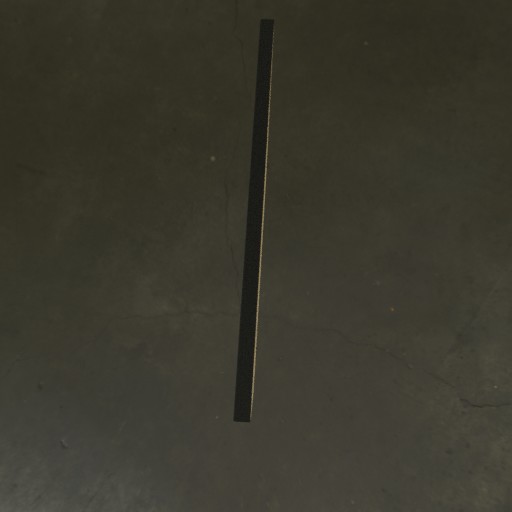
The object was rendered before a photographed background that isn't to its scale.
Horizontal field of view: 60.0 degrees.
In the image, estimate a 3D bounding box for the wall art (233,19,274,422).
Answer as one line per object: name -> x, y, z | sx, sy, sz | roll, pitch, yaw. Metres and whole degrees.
wall art -> 0.000, 0.000, 1.208 | 0.028, 0.863, 0.755 | 3, 76, 1
